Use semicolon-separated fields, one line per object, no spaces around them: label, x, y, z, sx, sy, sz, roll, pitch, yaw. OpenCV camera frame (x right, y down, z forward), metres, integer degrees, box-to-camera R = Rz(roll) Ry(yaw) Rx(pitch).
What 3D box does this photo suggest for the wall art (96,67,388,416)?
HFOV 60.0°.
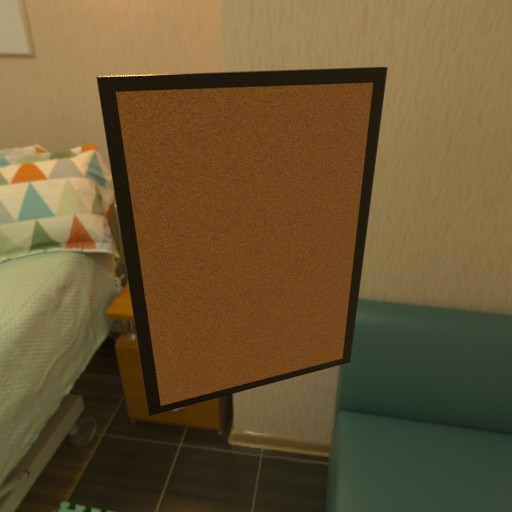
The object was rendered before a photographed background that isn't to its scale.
wall art;0.000;0.000;0.851;0.480;0.657;0.016;-10;29;-18
